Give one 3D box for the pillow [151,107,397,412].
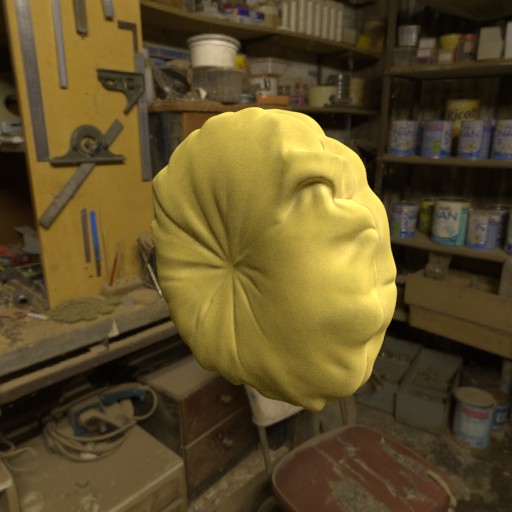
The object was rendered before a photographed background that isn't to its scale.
[{"bbox_3d":[0.000,0.000,0.641,0.428,0.407,0.148,15,21,42],"label":"pillow"}]
